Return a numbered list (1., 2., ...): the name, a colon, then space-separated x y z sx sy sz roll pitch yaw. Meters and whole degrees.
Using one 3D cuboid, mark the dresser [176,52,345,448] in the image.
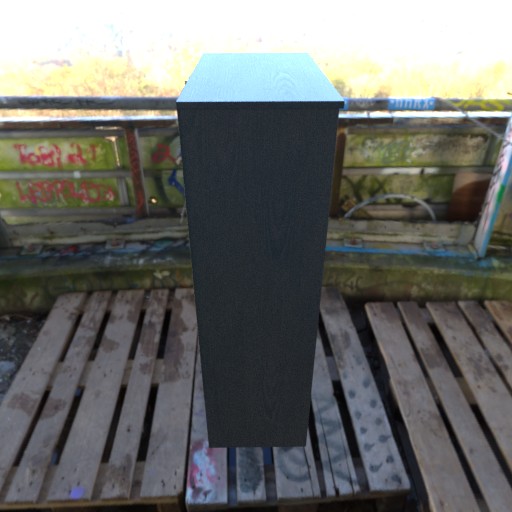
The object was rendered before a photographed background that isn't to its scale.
1. dresser: 0.000 0.000 1.606 0.418 1.254 0.704 0 33 -1
